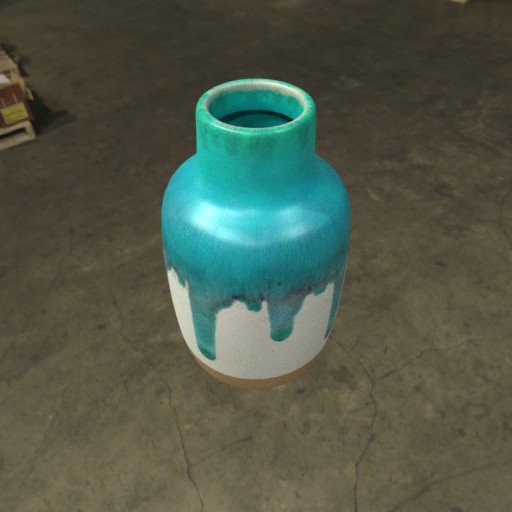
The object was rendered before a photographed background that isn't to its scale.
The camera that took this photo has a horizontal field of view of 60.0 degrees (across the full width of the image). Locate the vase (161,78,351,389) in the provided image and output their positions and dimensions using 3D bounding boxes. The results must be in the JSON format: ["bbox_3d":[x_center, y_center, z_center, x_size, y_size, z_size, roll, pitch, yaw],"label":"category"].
[{"bbox_3d":[0.000,0.000,0.263,0.106,0.192,0.106,0,45,0],"label":"vase"}]
